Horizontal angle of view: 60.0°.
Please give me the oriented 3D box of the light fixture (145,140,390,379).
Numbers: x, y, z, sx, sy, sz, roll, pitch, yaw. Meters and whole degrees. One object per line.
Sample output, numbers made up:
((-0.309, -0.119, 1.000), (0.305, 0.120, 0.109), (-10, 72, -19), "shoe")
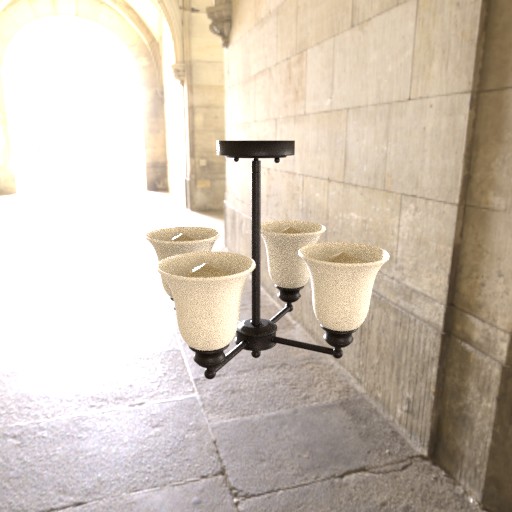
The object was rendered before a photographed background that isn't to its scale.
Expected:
((0.000, 0.000, 1.835), (1.069, 0.925, 1.069), (7, 16, 26), "light fixture")
